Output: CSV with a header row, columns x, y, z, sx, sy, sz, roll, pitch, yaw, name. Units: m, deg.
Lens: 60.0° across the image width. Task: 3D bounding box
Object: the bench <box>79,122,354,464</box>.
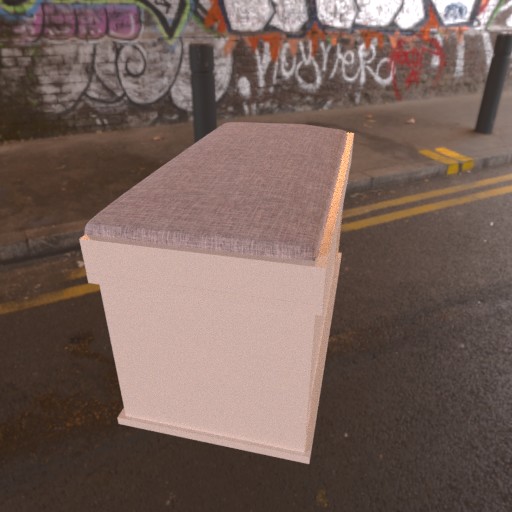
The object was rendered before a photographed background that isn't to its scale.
x,y,z,sx,sy,sz,roll,pitch,yaw,name
0.000,0.000,1.005,0.362,0.461,0.734,7,30,12,bench
